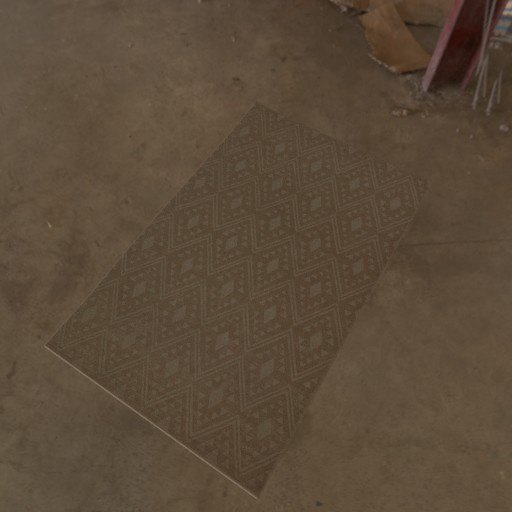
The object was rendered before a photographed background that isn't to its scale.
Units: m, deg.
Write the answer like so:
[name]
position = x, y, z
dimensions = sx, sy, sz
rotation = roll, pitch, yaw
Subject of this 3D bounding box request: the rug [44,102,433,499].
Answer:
[rug]
position = 0.000, 0.000, 2.993
dimensions = 1.553, 0.053, 2.430
rotation = 29, 66, 15
